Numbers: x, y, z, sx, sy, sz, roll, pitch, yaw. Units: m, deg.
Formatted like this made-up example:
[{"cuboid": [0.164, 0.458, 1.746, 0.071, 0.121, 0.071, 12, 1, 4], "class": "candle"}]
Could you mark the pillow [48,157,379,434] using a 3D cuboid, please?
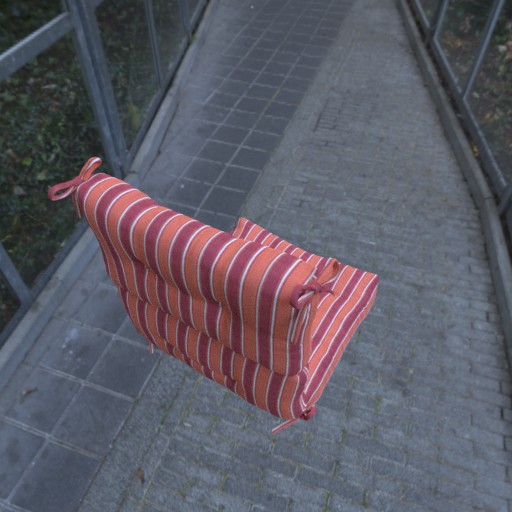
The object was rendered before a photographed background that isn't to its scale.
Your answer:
[{"cuboid": [0.000, 0.000, 1.016, 0.519, 0.605, 0.571, 24, 51, 22], "class": "pillow"}]
